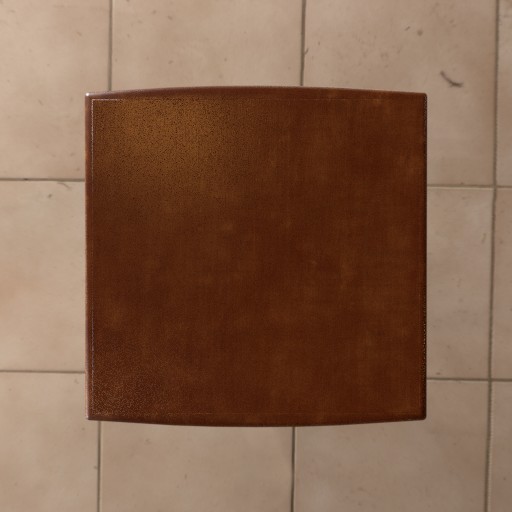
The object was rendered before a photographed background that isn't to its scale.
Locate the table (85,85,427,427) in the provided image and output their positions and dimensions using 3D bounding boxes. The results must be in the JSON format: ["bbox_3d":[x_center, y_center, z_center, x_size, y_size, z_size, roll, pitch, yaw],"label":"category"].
[{"bbox_3d":[0.000,0.000,1.651,0.991,0.754,0.991,0,90,0],"label":"table"}]
